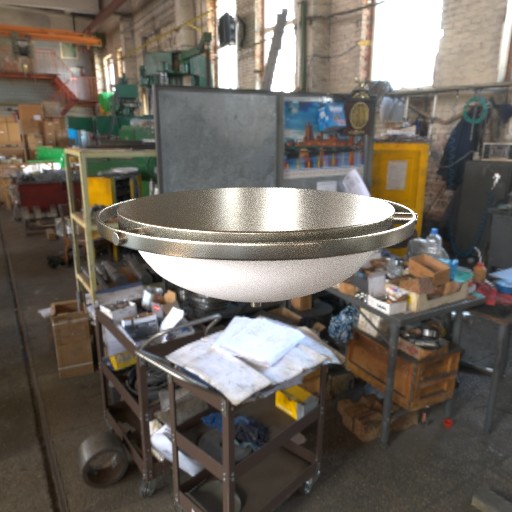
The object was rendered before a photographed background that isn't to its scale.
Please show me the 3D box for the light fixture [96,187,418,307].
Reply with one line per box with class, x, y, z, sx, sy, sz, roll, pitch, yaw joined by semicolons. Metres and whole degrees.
light fixture;0.000;0.000;0.545;0.361;0.130;0.361;0;15;0
